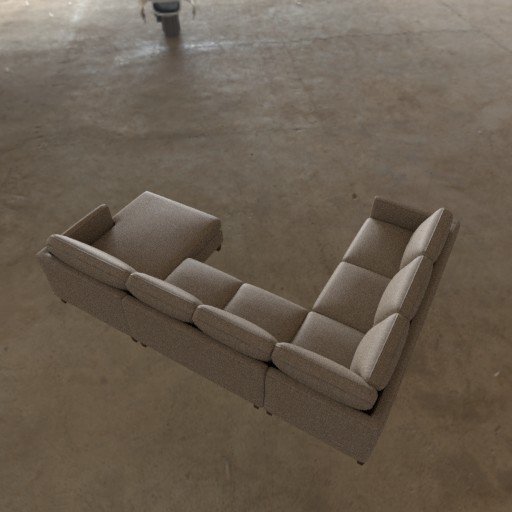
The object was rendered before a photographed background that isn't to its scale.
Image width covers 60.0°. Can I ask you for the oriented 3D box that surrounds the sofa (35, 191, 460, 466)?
[{"bbox_3d":[0.000,0.000,4.504,3.403,0.889,2.551,22,49,21],"label":"sofa"}]
